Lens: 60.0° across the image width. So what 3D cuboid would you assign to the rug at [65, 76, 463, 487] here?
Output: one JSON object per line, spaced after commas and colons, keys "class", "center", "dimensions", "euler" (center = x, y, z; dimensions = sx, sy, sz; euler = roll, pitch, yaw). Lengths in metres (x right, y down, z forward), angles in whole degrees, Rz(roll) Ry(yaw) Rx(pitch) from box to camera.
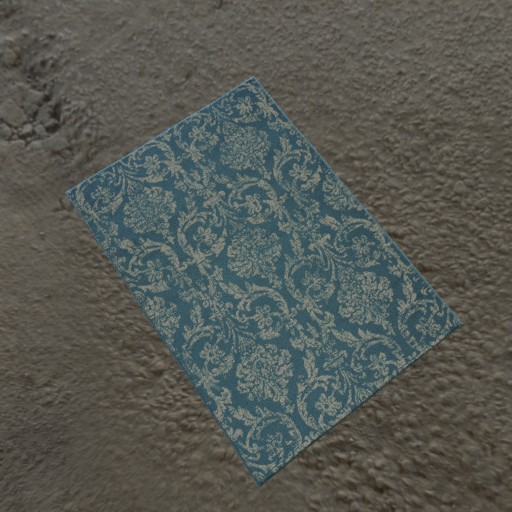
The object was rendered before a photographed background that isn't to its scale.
{"class": "rug", "center": [0.000, 0.000, 2.843], "dimensions": [1.554, 0.012, 2.205], "euler": [-35, 77, -9]}
